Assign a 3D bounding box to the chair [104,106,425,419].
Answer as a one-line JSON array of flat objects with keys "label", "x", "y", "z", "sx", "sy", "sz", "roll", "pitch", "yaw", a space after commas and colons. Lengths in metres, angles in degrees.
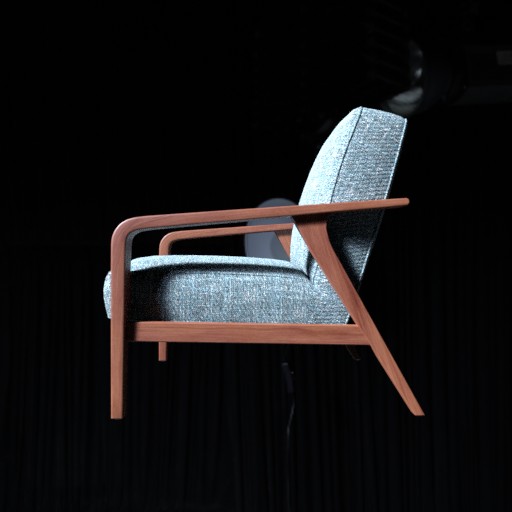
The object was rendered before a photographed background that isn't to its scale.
[{"label": "chair", "x": 0.000, "y": 0.000, "z": 1.520, "sx": 0.889, "sy": 0.864, "sz": 0.719, "roll": 0, "pitch": 0, "yaw": -2}]
